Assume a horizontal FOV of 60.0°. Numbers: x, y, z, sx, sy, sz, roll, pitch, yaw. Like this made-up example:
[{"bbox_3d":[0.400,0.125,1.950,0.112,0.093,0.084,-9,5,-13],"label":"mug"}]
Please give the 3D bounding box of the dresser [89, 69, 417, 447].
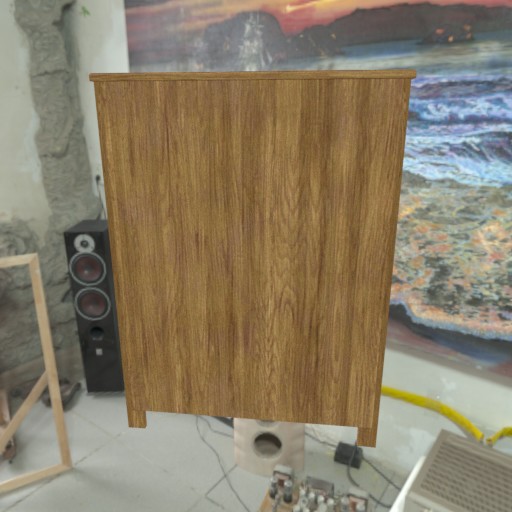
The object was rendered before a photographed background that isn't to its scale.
[{"bbox_3d":[0.000,0.000,1.918,1.081,1.431,0.558,2,17,7],"label":"dresser"}]
